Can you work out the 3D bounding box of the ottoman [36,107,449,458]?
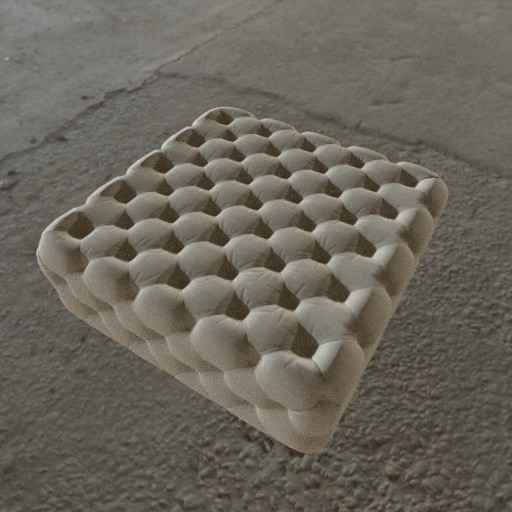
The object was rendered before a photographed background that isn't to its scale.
[{"bbox_3d":[0.000,0.000,1.171,0.755,0.376,0.753,24,51,21],"label":"ottoman"}]
